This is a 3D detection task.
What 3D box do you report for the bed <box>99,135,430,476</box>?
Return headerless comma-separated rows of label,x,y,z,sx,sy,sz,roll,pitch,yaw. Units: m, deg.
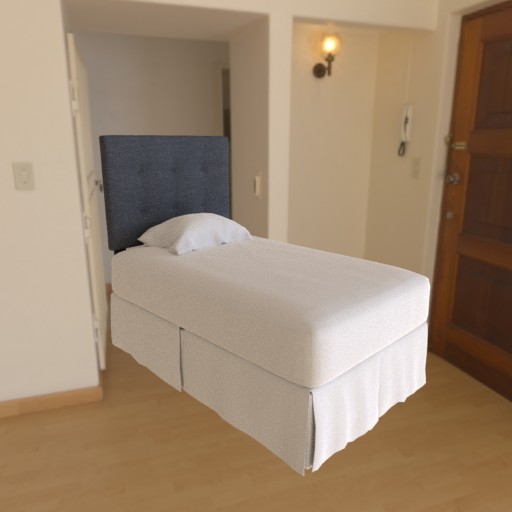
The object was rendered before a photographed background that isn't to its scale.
bed,0.000,0.000,2.965,1.261,1.571,1.997,-14,20,-43
